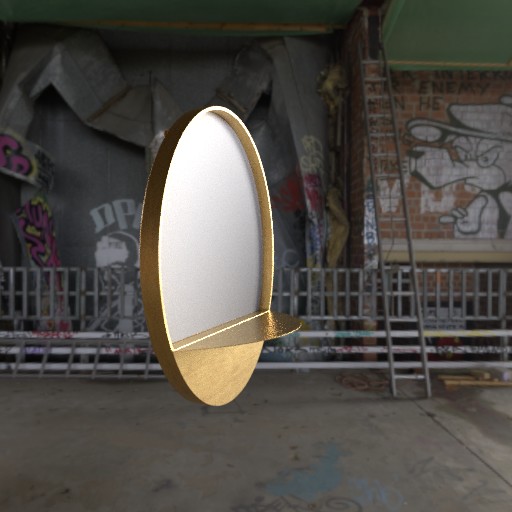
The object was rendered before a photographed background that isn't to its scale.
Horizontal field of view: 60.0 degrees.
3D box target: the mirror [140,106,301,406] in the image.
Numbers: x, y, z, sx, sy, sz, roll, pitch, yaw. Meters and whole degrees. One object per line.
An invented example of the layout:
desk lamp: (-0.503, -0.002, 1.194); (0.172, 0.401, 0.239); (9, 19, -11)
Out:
mirror: (0.000, 0.000, 0.698); (0.133, 0.457, 0.457); (0, 0, 19)
